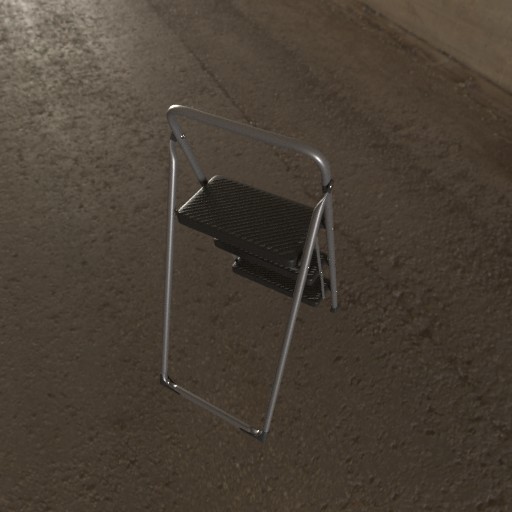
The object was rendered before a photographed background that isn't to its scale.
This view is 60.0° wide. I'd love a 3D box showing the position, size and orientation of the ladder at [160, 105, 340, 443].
[{"bbox_3d":[0.000,0.000,1.314,0.430,0.945,0.629,22,51,20],"label":"ladder"}]
